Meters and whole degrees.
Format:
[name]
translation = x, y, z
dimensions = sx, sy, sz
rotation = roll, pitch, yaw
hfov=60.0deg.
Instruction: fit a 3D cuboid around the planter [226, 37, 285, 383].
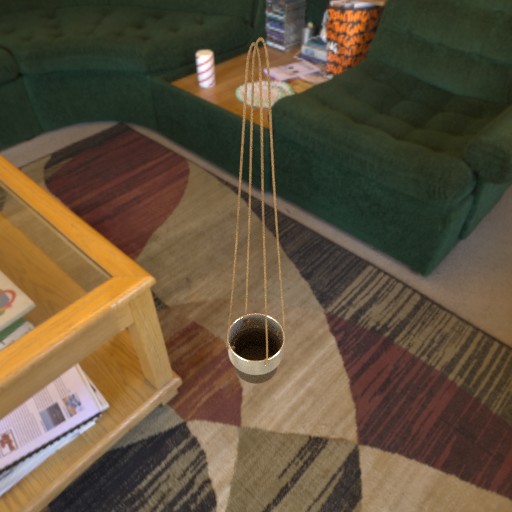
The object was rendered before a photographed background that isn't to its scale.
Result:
[planter]
translation = 0.000, 0.000, 1.157
dimensions = 0.187, 1.073, 0.187
rotation = 18, 48, 17
